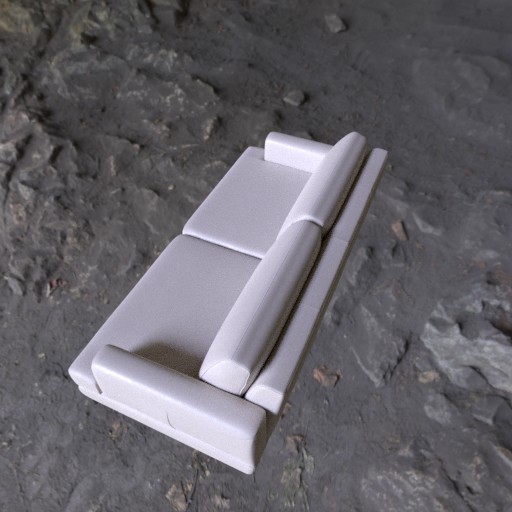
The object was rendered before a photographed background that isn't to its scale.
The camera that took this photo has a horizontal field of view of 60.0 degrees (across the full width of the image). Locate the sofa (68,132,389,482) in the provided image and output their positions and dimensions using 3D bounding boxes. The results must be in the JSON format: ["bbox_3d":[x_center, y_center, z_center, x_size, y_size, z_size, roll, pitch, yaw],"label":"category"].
[{"bbox_3d":[0.000,0.000,2.396,0.974,0.765,1.940,18,50,16],"label":"sofa"}]
